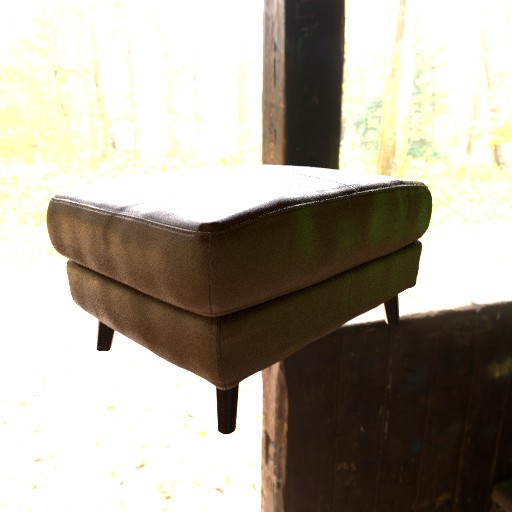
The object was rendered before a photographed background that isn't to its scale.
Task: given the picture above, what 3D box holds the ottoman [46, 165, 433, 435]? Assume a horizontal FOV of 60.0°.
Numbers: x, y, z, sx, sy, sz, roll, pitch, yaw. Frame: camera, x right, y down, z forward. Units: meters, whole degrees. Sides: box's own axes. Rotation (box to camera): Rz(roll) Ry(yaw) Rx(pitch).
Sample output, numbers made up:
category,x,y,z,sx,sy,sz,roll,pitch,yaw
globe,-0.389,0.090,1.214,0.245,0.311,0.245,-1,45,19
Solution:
category,x,y,z,sx,sy,sz,roll,pitch,yaw
ottoman,0.000,0.000,1.190,0.630,0.461,0.869,14,21,41
